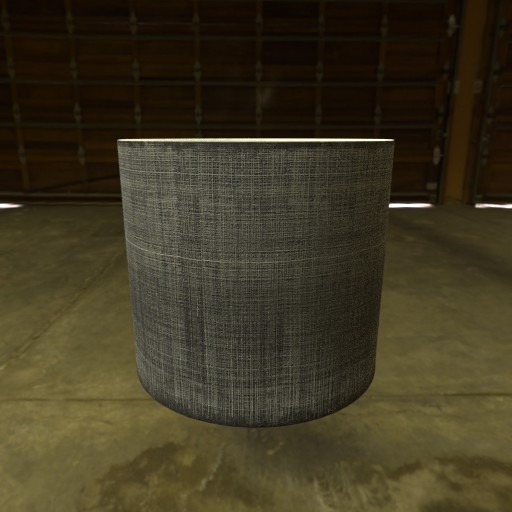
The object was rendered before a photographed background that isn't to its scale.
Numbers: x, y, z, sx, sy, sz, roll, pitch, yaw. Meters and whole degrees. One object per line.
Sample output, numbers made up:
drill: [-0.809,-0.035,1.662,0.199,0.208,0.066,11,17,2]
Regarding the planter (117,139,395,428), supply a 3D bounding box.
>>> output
planter: [0.000,0.000,0.395,0.221,0.201,0.221,0,15,0]
